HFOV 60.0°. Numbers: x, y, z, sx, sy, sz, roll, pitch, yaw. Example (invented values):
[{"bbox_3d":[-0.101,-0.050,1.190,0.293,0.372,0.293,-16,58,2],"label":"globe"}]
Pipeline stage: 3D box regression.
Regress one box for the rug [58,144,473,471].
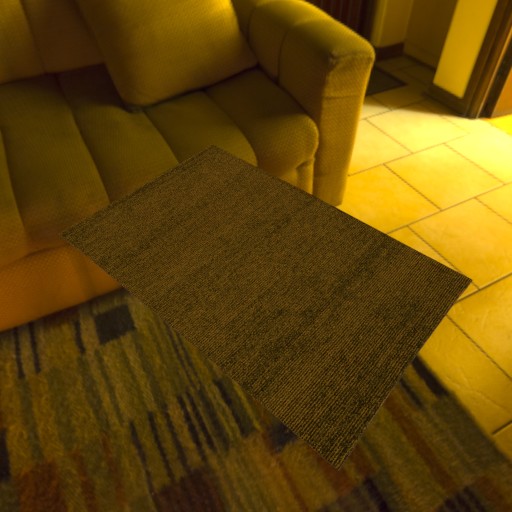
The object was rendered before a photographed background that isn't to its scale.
[{"bbox_3d":[0.000,0.000,2.222,1.777,0.021,1.145,33,55,27],"label":"rug"}]
